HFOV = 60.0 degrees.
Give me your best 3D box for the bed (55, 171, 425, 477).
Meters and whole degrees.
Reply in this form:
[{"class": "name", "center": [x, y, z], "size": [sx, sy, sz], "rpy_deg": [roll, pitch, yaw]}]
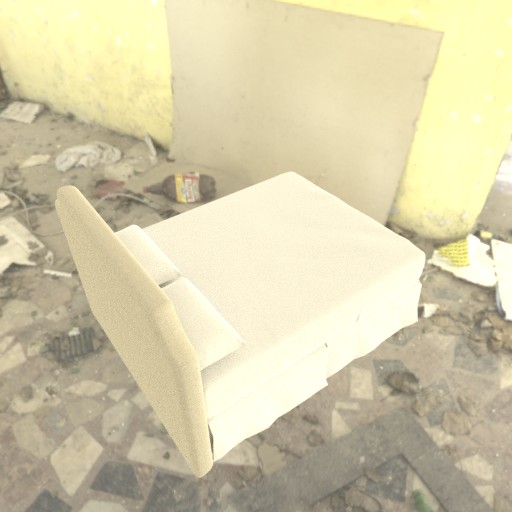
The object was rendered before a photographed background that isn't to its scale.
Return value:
[{"class": "bed", "center": [0.000, 0.000, 3.198], "size": [2.116, 1.290, 1.693], "rpy_deg": [-26, 47, -27]}]
